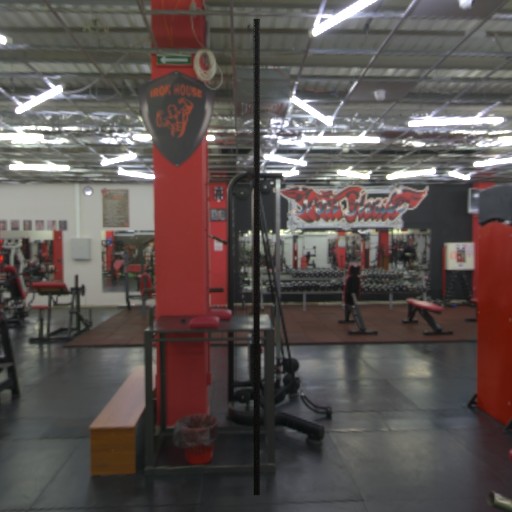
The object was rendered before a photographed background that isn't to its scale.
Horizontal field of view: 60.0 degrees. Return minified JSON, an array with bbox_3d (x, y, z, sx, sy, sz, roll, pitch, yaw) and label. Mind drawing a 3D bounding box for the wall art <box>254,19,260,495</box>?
[{"bbox_3d":[0.000,0.000,1.253,0.013,0.967,0.707,0,1,0],"label":"wall art"}]
